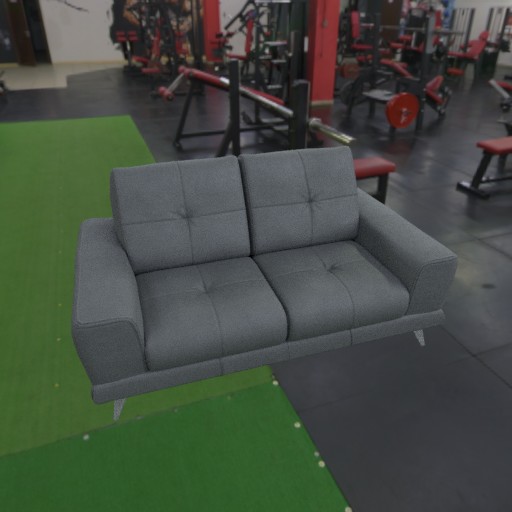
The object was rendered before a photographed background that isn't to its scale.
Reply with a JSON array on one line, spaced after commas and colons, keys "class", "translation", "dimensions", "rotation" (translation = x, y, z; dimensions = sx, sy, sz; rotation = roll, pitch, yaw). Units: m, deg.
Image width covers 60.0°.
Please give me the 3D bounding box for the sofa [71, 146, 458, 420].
[{"class": "sofa", "translation": [0.000, 0.000, 2.347], "dimensions": [1.806, 0.907, 1.018], "rotation": [-9, 31, -15]}]
